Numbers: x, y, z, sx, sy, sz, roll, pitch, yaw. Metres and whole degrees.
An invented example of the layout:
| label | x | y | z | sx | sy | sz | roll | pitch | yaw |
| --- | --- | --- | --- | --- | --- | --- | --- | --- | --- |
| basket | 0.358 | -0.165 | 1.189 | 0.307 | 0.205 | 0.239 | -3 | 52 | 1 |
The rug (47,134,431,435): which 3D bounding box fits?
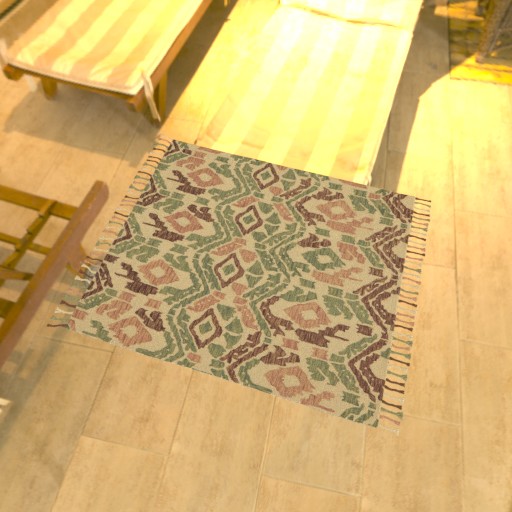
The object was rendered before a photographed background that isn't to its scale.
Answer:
| label | x | y | z | sx | sy | sz | roll | pitch | yaw |
| --- | --- | --- | --- | --- | --- | --- | --- | --- | --- |
| rug | 0.000 | 0.000 | 4.185 | 3.048 | 0.010 | 2.438 | 15 | 60 | 9 |
